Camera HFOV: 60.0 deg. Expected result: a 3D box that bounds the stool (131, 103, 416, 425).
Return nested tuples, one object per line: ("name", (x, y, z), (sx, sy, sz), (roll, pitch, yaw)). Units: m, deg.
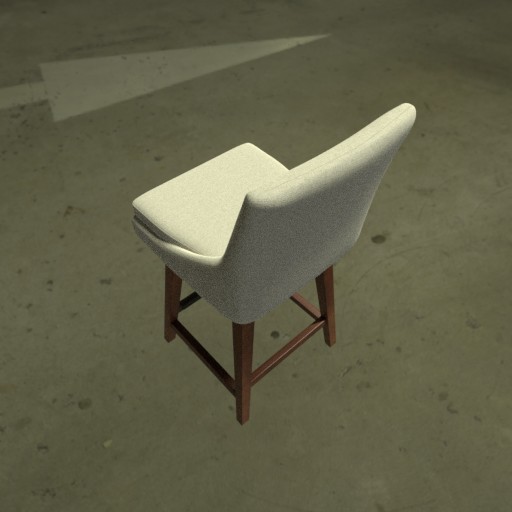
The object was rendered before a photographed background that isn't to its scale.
("stool", (0.000, 0.000, 1.282), (0.469, 0.991, 0.559), (-34, 56, -27))
